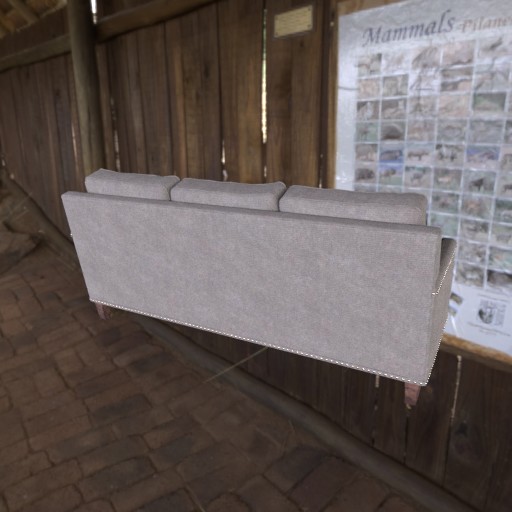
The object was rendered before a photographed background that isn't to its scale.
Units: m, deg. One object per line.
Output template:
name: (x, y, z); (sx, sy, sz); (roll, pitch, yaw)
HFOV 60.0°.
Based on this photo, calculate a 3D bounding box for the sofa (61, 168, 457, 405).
sofa: (0.000, 0.000, 2.777); (2.226, 1.042, 1.034); (9, 19, 27)
